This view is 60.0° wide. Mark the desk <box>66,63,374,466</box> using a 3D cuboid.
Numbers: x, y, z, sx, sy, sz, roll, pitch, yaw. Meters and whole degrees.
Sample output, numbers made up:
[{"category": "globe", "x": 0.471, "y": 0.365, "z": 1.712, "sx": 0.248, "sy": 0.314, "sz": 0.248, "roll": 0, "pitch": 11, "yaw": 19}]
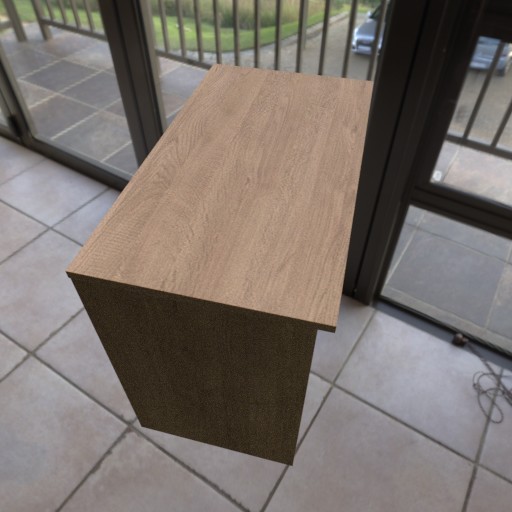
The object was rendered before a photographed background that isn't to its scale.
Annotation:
[{"category": "desk", "x": 0.000, "y": 0.000, "z": 1.331, "sx": 0.498, "sy": 0.724, "sz": 0.893, "roll": 10, "pitch": 48, "yaw": 10}]
